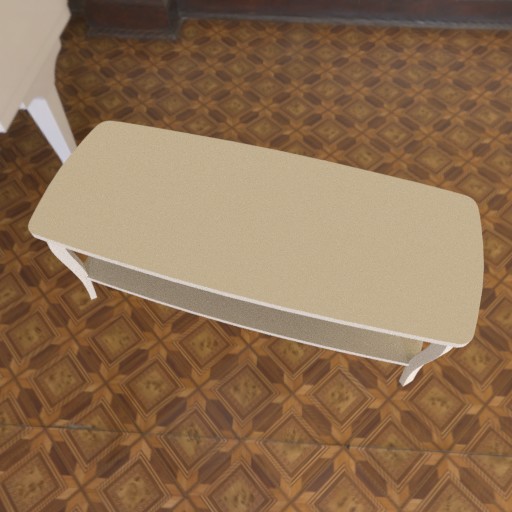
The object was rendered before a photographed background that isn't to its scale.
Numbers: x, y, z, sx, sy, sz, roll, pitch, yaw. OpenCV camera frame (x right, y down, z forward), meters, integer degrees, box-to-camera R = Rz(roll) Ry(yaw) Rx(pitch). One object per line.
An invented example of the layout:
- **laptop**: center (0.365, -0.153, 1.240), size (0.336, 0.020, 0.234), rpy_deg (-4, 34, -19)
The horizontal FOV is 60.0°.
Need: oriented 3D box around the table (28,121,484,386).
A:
- **table**: center (0.000, 0.000, 1.546), size (1.334, 0.474, 0.561), rpy_deg (14, 59, 9)
